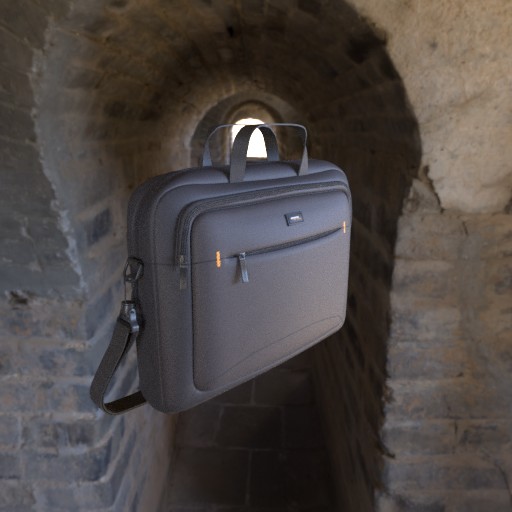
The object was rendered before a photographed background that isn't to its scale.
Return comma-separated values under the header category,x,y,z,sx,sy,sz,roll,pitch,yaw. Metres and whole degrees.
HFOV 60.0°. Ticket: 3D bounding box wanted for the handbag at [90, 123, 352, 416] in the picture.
category,x,y,z,sx,sy,sz,roll,pitch,yaw
handbag,0.000,0.000,0.578,0.429,0.330,0.126,-15,22,-43
